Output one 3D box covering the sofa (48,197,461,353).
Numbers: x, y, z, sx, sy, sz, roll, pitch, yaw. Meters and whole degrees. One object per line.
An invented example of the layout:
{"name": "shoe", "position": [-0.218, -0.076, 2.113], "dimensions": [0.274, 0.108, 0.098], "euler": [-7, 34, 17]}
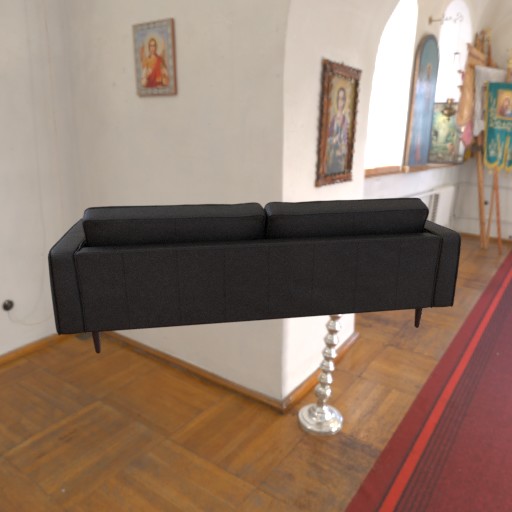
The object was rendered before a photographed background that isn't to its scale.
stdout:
{"name": "sofa", "position": [0.000, 0.000, 2.743], "dimensions": [2.210, 0.762, 0.914], "euler": [-3, 17, -9]}
